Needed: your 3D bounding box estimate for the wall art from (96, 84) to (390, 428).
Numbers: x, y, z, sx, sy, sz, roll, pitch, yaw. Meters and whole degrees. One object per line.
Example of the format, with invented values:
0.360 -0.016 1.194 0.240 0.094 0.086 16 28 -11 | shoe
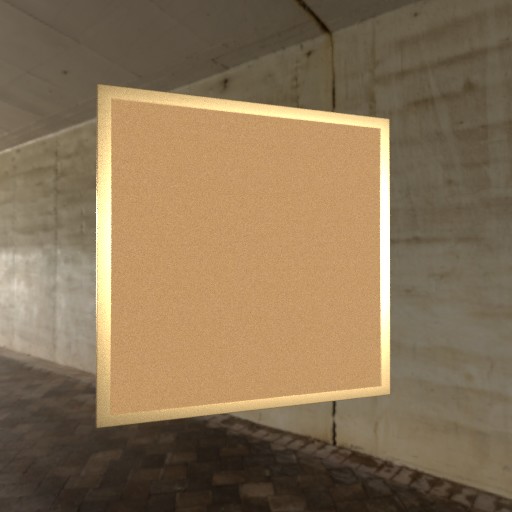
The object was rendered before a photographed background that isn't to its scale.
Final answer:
0.000 0.000 0.452 0.305 0.305 0.023 0 -1 -19 | wall art
